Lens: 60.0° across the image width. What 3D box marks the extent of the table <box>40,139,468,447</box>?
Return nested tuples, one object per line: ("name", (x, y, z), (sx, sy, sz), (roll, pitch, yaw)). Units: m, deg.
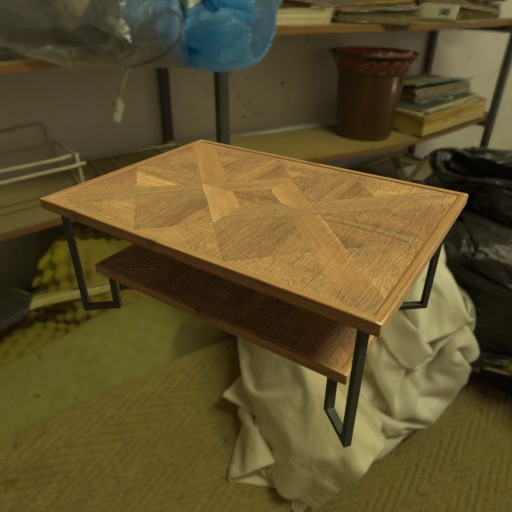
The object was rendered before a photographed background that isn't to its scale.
("table", (0.000, 0.000, 1.687), (1.238, 0.492, 0.877), (19, 35, 29))
